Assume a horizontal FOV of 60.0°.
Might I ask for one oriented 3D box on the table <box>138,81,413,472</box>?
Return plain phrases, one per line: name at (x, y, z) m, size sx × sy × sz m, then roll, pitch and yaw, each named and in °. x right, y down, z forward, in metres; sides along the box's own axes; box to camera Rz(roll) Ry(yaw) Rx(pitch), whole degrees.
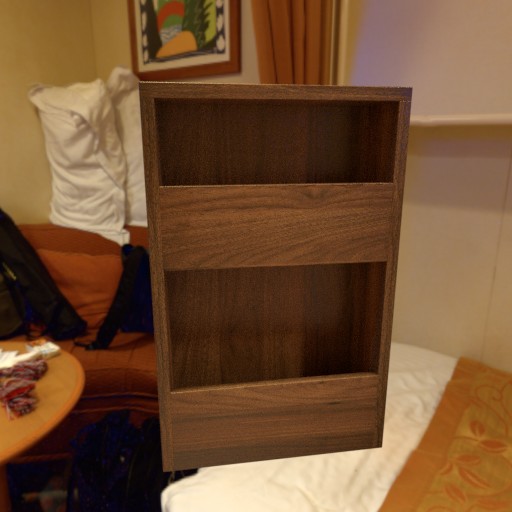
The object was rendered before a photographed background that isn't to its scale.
table at (0.000, 0.000, 1.552) m, size 0.660 × 1.041 × 0.786 m, roll -2°, pitch 15°, yaw -9°
